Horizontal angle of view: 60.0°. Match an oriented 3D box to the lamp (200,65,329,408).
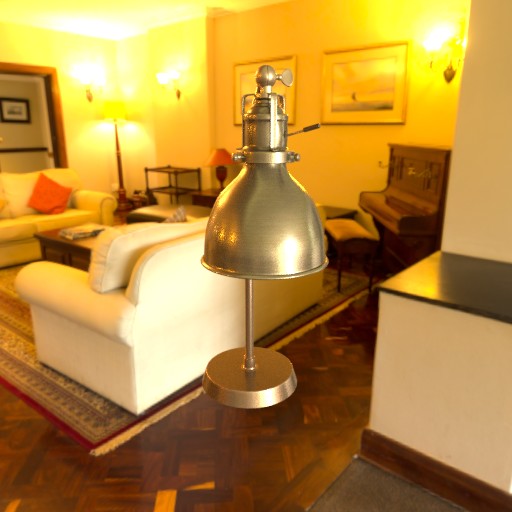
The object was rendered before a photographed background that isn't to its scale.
[{"bbox_3d":[0.000,0.000,0.593,0.153,0.456,0.286,-2,16,-9],"label":"lamp"}]
